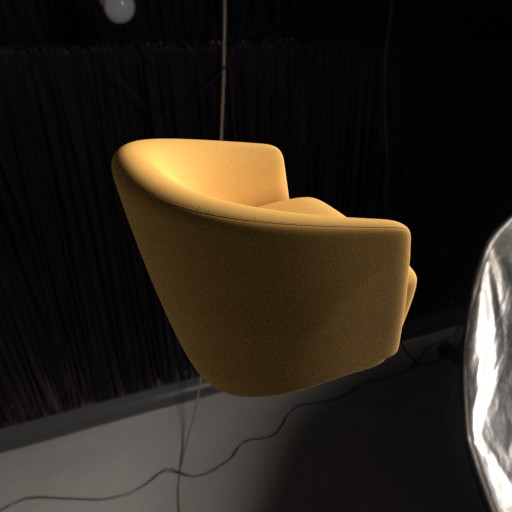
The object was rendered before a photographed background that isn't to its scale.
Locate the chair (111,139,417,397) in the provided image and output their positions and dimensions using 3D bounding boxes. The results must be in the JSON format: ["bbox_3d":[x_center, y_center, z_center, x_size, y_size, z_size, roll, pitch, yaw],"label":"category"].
[{"bbox_3d":[0.000,0.000,1.379,0.767,0.698,0.773,-11,31,-19],"label":"chair"}]
